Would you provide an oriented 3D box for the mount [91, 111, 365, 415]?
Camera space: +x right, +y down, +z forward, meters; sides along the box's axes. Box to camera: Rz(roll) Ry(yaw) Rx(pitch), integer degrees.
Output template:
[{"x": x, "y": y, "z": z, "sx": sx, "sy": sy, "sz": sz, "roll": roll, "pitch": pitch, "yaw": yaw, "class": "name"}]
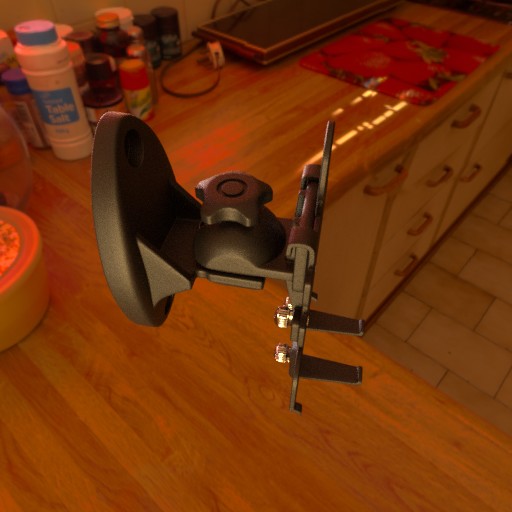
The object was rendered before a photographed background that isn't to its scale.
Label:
[{"x": 0.000, "y": 0.000, "z": 0.173, "sx": 0.100, "sy": 0.118, "sz": 0.066, "roll": 8, "pitch": 46, "yaw": 8, "class": "mount"}]
